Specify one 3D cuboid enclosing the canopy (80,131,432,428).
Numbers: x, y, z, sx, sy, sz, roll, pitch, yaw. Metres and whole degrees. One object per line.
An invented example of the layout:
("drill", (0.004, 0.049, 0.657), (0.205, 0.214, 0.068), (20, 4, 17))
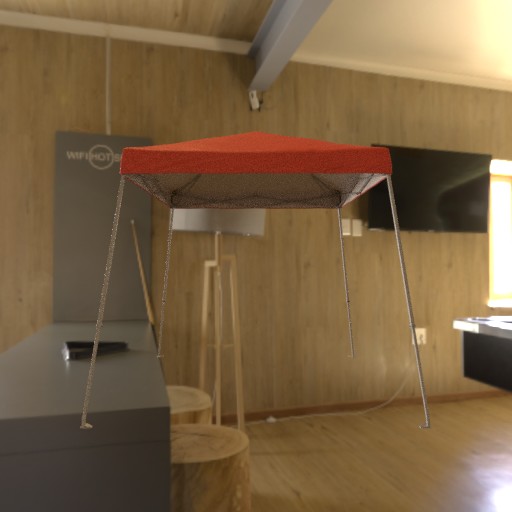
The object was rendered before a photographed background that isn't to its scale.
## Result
("canopy", (0.000, 0.000, 5.042), (2.850, 2.850, 2.849), (0, -1, 0))
